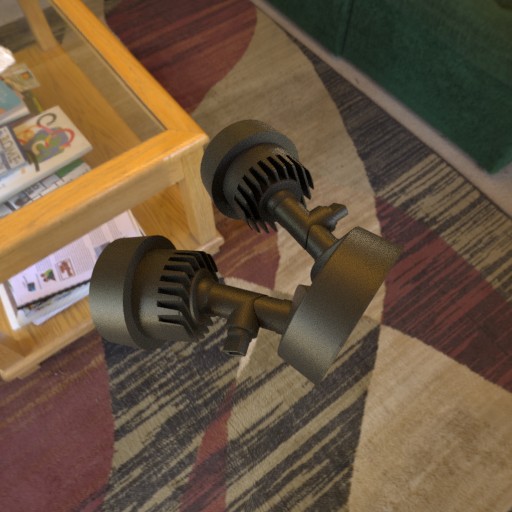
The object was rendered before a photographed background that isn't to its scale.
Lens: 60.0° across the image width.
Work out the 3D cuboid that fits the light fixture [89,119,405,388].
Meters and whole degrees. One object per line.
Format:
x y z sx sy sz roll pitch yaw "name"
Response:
0.000 0.000 0.318 0.168 0.120 0.213 32 67 16 "light fixture"
